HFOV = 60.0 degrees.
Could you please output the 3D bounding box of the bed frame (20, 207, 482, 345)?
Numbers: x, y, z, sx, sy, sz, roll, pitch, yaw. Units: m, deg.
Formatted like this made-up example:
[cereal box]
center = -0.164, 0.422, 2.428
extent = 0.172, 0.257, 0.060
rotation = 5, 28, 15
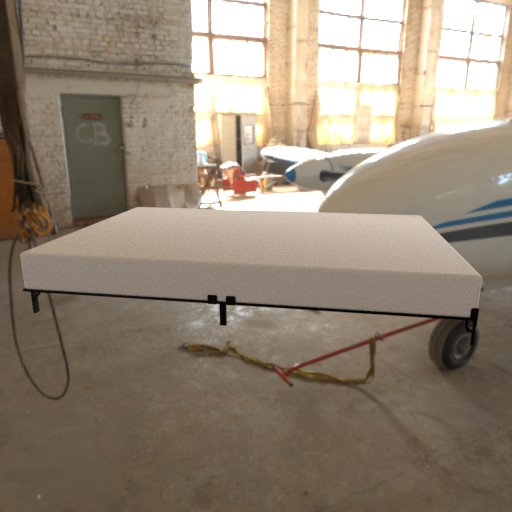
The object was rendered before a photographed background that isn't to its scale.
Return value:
[bed frame]
center = 0.000, 0.000, 3.758
extent = 2.987, 0.440, 1.930
rotation = 3, 16, 9
